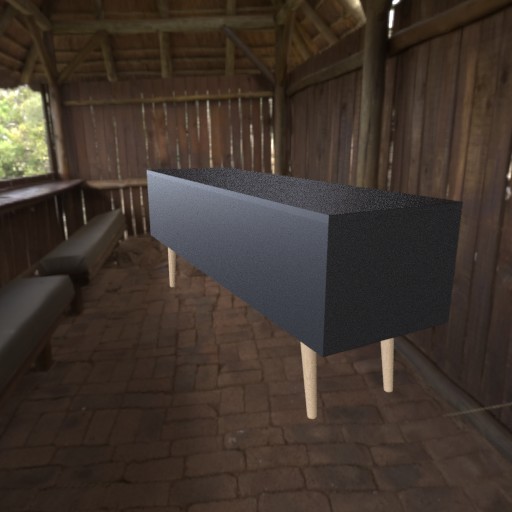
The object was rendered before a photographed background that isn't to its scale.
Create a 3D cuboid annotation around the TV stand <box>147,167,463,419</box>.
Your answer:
[{"bbox_3d":[0.000,0.000,1.538,0.390,0.518,1.312,-8,17,-27],"label":"TV stand"}]
